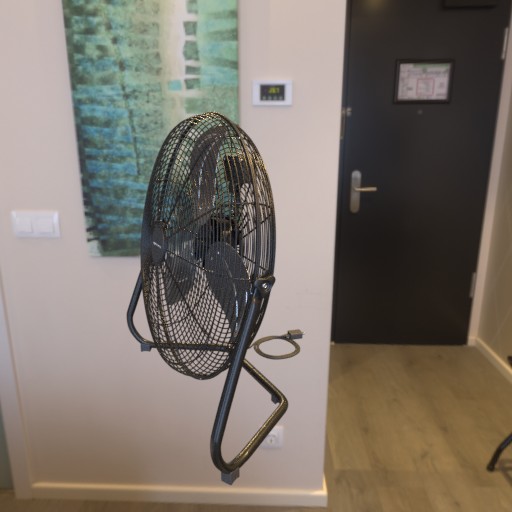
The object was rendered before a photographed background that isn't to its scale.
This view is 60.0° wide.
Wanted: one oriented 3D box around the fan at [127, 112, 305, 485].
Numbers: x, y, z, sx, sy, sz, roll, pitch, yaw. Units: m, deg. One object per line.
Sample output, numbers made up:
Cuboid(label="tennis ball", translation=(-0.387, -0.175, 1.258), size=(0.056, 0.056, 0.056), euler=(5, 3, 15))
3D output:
Cuboid(label="fan", translation=(0.000, 0.000, 0.987), size=(0.470, 0.605, 0.595), euler=(-8, 17, -27))
